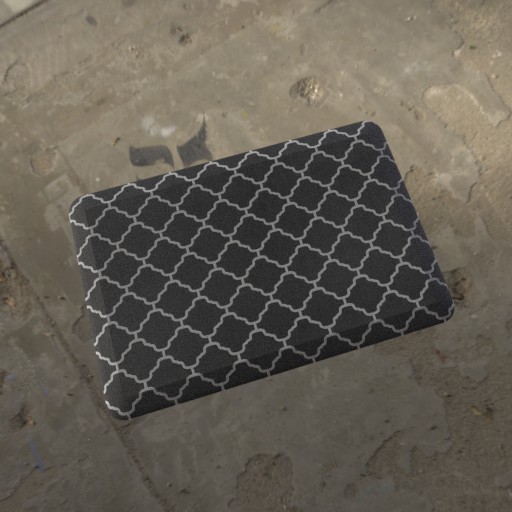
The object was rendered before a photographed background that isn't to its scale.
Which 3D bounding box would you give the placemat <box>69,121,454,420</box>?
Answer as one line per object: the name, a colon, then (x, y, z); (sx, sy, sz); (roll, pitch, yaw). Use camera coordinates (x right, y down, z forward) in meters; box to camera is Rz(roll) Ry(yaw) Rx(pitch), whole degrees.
placemat: (0.000, 0.000, 0.978); (0.762, 0.021, 0.508); (-16, 75, -4)
